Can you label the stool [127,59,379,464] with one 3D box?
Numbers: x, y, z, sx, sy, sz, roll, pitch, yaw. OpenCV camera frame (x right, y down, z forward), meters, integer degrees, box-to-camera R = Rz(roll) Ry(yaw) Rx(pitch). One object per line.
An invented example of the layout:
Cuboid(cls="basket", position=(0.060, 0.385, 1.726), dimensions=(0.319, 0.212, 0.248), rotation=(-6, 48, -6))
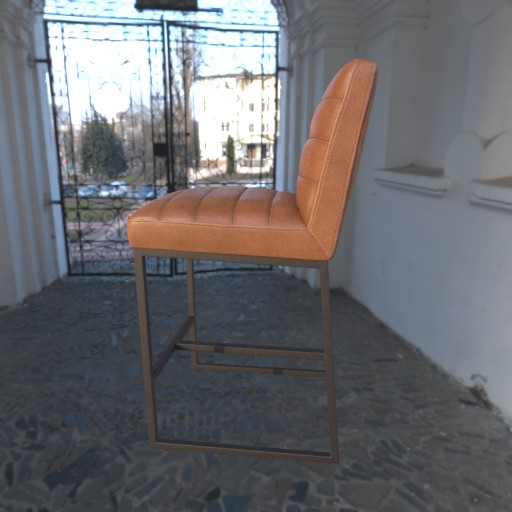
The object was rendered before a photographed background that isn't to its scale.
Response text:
Cuboid(cls="stool", position=(0.000, 0.000, 1.220), dimensions=(0.556, 0.940, 0.458), rotation=(2, 14, 7))
